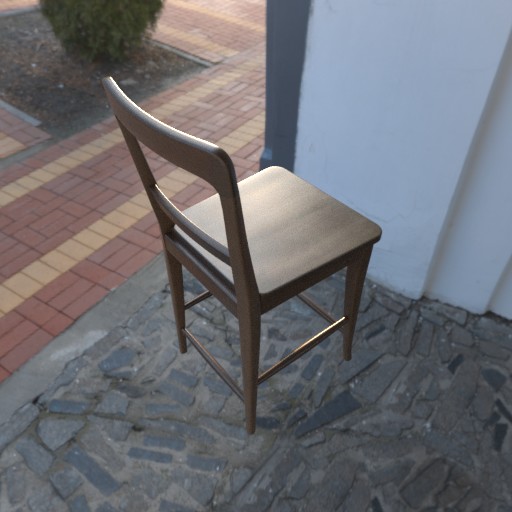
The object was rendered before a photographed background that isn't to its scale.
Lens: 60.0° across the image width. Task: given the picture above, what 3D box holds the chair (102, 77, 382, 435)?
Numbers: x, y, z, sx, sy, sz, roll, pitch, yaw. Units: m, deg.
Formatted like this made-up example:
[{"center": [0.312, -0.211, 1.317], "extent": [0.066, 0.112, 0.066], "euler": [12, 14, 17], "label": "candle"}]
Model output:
[{"center": [0.000, 0.000, 1.244], "extent": [0.546, 0.991, 0.450], "euler": [-29, 49, -28], "label": "chair"}]
